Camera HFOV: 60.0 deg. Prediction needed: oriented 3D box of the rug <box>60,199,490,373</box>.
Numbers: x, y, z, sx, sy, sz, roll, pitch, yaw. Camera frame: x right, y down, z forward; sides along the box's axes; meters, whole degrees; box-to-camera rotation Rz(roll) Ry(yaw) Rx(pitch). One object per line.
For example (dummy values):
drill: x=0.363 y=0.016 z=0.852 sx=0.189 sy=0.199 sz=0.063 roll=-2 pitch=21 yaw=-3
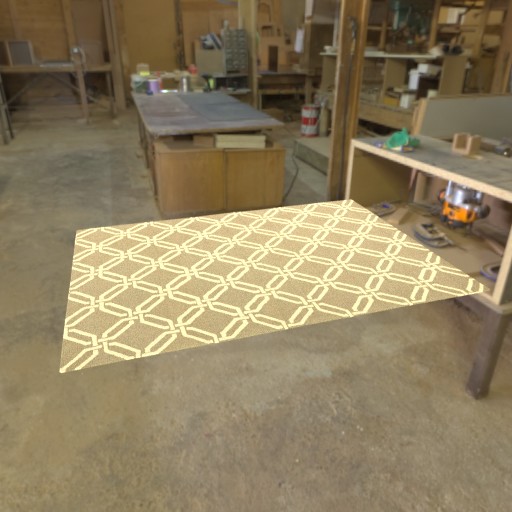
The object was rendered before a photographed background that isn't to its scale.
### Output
rug: x=0.000 y=0.000 z=4.342 sx=3.419 sy=0.020 sz=2.441 roll=-8 pitch=27 yaw=-16
